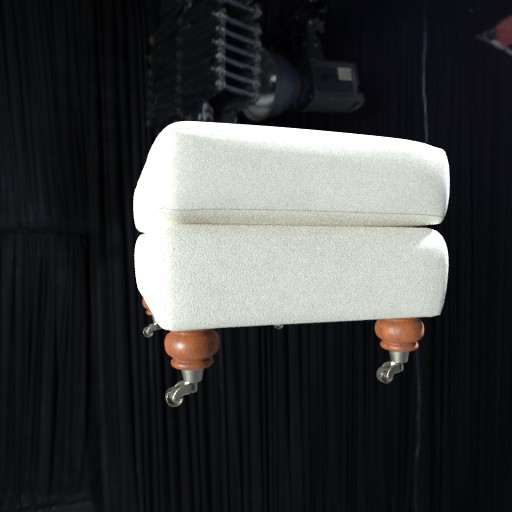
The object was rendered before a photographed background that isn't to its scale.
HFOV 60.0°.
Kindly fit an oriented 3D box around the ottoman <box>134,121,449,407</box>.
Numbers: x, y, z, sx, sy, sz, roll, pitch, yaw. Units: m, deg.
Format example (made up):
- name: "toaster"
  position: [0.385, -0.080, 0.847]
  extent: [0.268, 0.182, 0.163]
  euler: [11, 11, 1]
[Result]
- name: "ottoman"
  position: [0.000, 0.000, 1.117]
  extent: [0.569, 0.499, 0.773]
  euler: [0, 1, -18]
